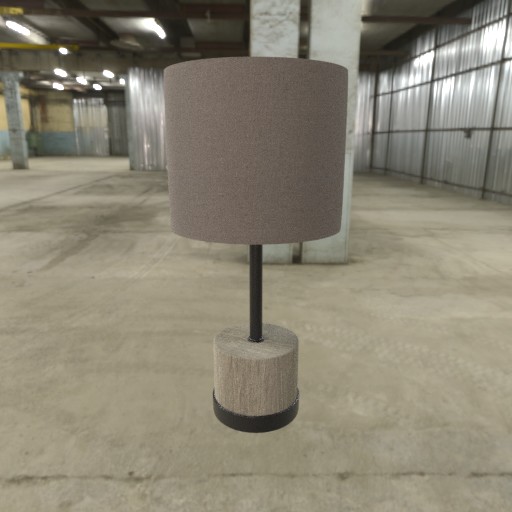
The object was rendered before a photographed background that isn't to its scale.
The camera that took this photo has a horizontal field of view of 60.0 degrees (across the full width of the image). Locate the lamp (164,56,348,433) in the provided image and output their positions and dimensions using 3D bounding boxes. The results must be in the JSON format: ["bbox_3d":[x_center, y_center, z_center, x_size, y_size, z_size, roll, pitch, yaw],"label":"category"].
[{"bbox_3d":[0.000,0.000,0.612,0.229,0.470,0.229,7,16,25],"label":"lamp"}]
